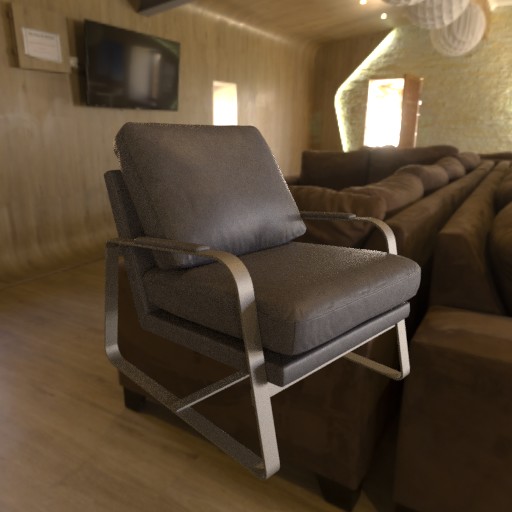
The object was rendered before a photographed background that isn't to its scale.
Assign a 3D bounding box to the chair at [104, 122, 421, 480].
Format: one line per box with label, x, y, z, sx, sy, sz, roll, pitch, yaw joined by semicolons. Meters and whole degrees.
chair;0.000;0.000;1.446;0.692;0.839;0.878;-14;21;-42
